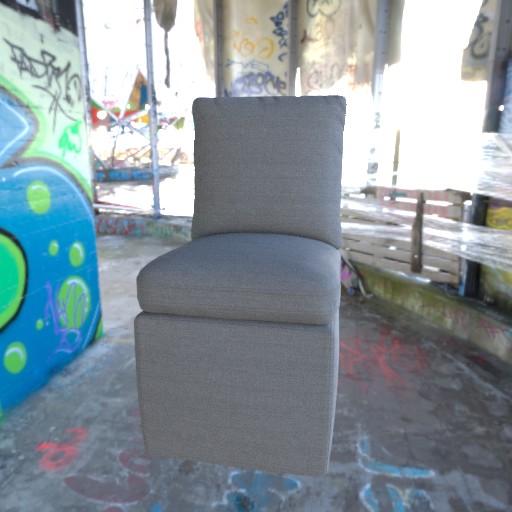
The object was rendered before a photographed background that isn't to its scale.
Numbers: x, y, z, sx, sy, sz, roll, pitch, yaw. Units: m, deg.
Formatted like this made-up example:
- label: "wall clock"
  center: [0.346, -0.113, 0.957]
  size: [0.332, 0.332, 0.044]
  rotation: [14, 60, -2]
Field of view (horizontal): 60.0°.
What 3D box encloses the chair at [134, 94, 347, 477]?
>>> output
- label: "chair"
  center: [0.000, 0.000, 1.305]
  size: [0.503, 0.927, 0.698]
  rotation: [3, 15, 10]
